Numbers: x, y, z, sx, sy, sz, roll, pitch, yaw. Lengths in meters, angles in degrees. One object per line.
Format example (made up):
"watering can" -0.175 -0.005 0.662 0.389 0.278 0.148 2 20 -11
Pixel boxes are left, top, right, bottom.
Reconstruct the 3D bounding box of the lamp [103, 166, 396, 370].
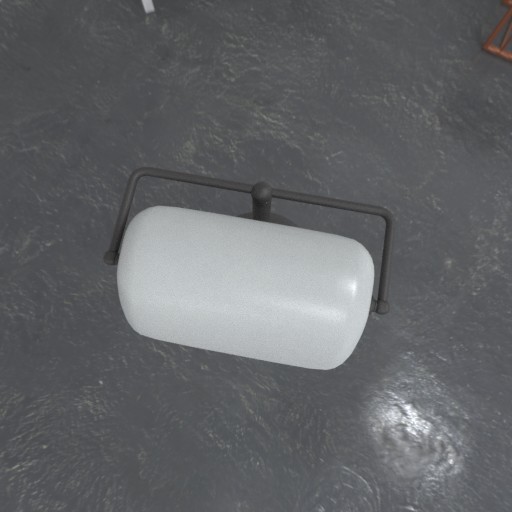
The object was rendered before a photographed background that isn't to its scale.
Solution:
"lamp" 0.000 0.000 0.533 0.264 0.339 0.243 10 75 3
